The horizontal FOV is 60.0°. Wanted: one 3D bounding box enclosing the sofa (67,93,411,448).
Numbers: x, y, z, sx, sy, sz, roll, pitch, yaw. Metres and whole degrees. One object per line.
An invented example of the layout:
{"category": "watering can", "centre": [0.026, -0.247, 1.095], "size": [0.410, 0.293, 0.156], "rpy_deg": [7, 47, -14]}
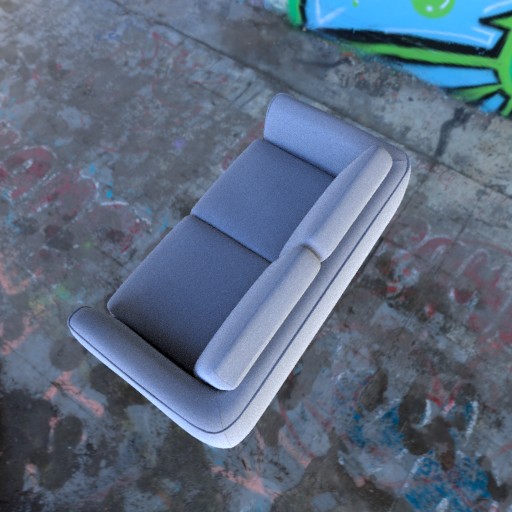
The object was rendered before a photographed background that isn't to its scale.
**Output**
{"category": "sofa", "centre": [0.000, 0.000, 2.252], "size": [0.920, 0.850, 1.700], "rpy_deg": [32, 68, 15]}
